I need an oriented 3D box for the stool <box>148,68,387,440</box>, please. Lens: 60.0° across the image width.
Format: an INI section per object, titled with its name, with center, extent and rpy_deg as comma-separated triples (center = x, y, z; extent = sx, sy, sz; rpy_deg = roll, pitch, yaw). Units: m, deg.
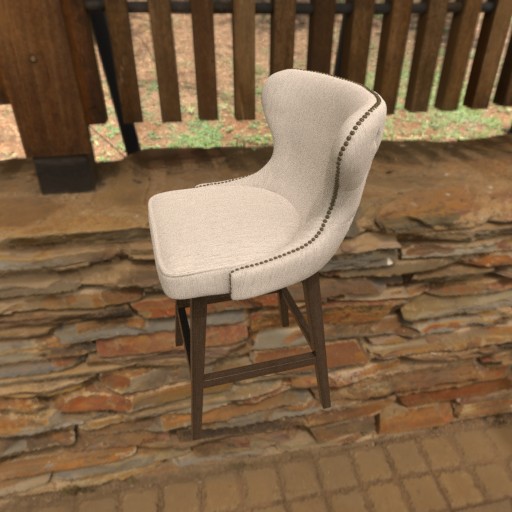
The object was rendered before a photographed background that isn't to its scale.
[stool]
center = 0.000, 0.000, 1.343
extent = 0.597, 0.972, 0.615
rpy_deg = -8, 33, -13
